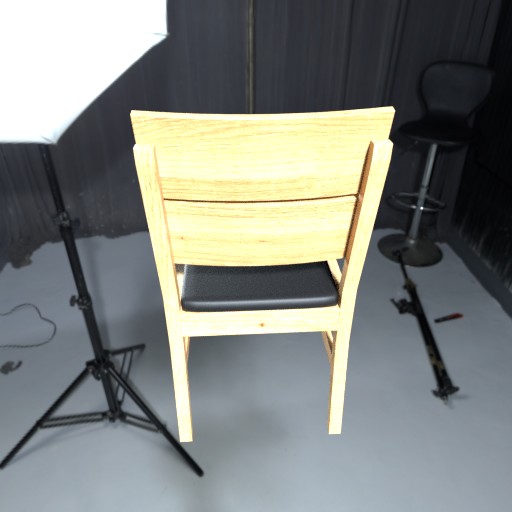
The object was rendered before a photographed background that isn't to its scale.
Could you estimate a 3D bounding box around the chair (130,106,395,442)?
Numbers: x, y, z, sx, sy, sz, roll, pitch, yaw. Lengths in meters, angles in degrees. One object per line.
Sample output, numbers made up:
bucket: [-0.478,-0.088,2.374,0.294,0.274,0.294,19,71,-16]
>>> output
chair: [0.000,0.000,1.267,0.475,0.950,0.569,-2,33,-3]
